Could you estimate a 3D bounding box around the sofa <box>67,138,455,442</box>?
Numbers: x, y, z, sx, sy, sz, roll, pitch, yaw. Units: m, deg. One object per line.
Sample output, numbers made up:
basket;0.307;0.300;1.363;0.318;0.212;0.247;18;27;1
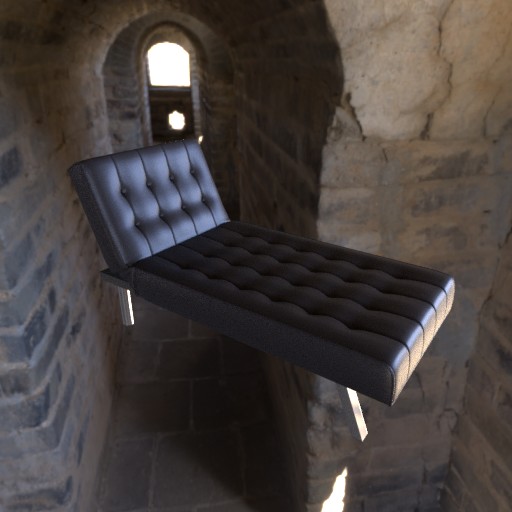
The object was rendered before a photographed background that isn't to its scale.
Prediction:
sofa;0.000;0.000;1.984;1.560;0.820;0.760;17;29;32
